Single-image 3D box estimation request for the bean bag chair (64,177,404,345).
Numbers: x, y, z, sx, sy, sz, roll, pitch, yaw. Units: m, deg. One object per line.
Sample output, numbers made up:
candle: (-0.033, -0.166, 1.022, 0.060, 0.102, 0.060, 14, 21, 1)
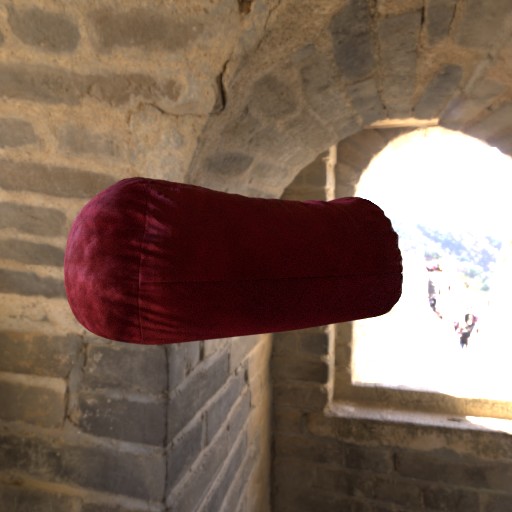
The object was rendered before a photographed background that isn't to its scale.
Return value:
bean bag chair: (0.000, 0.000, 2.878, 2.293, 0.867, 1.216, -1, 1, -35)
